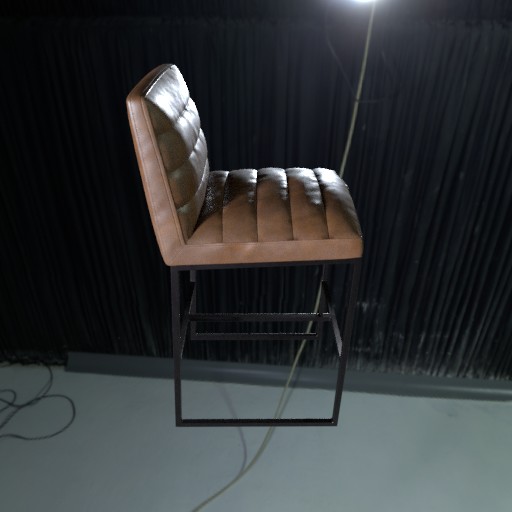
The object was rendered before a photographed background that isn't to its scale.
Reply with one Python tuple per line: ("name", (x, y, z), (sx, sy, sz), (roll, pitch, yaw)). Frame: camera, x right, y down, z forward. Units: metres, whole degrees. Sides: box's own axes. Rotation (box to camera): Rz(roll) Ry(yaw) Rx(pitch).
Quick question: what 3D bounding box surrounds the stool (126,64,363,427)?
("stool", (0.000, 0.000, 1.377), (0.562, 1.065, 0.463), (0, 32, 0))
